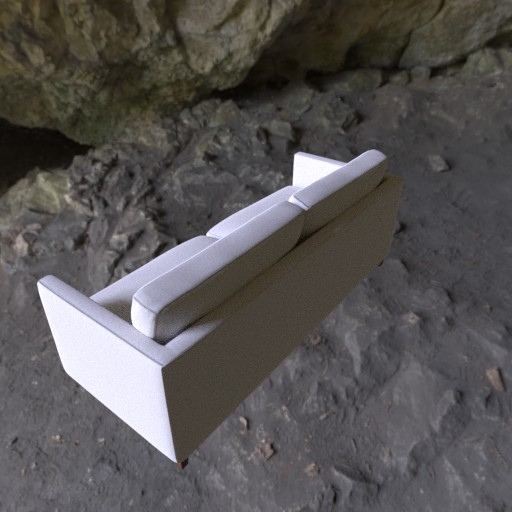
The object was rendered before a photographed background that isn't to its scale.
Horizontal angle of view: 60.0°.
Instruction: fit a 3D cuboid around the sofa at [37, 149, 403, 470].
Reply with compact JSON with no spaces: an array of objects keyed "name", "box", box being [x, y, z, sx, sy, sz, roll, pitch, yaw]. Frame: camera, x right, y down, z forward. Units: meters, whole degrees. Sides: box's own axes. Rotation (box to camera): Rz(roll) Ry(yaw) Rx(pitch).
[{"name":"sofa","box":[0.000,0.000,2.837,0.951,0.962,2.361,23,39,31]}]
